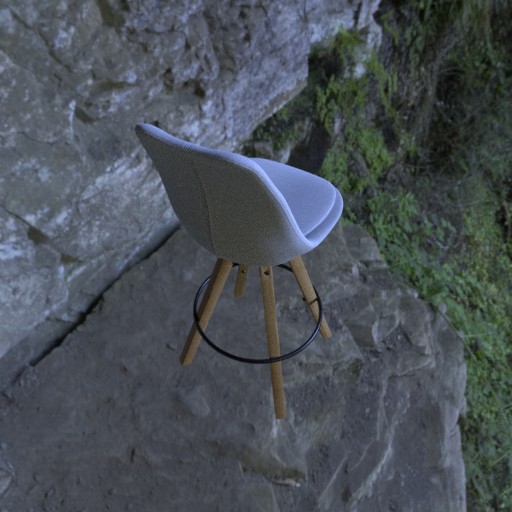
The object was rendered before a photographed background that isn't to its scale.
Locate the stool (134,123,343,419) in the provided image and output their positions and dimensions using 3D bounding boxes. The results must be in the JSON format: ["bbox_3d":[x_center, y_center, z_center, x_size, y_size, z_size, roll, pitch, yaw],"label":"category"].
[{"bbox_3d":[0.000,0.000,1.416,0.484,1.115,0.550,23,50,21],"label":"stool"}]
